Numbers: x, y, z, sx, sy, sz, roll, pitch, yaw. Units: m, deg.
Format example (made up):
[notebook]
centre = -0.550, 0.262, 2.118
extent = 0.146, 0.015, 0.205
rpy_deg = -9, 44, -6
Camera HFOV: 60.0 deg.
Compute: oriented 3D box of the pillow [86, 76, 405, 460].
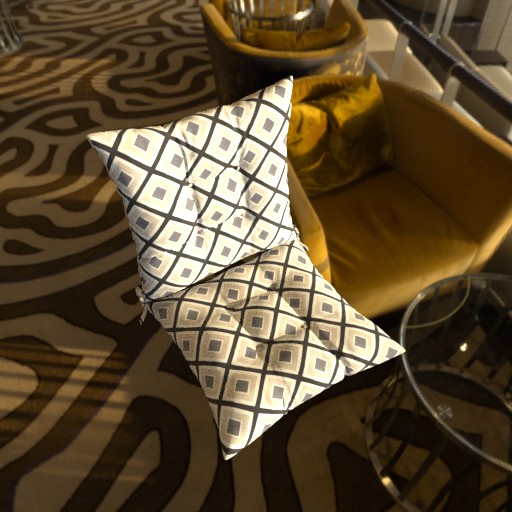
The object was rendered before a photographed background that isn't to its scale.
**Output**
[pillow]
centre = 0.000, 0.000, 1.016
extent = 0.541, 0.536, 0.585
rpy_deg = -24, 50, -21
